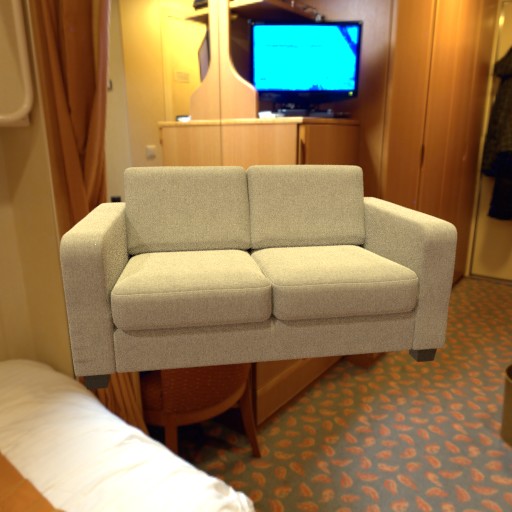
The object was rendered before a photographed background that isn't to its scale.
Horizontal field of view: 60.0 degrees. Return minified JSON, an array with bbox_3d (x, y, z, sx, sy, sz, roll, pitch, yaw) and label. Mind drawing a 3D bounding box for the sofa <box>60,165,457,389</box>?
[{"bbox_3d":[0.000,0.000,2.080,1.540,0.800,0.900,-2,15,-9],"label":"sofa"}]
